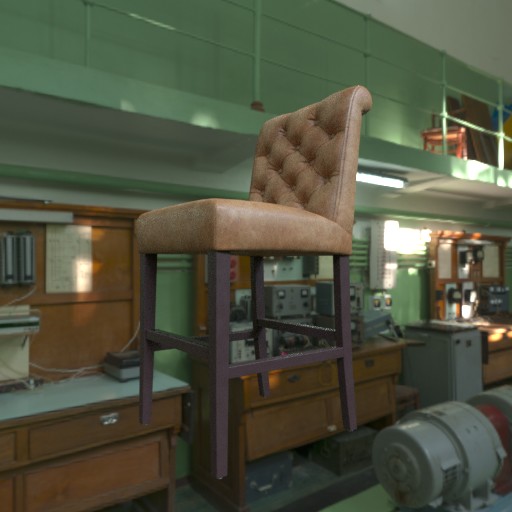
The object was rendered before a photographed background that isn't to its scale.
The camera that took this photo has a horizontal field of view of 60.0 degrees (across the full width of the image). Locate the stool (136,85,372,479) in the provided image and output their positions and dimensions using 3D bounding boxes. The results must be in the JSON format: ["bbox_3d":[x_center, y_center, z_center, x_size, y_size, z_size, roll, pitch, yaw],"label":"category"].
[{"bbox_3d":[0.000,0.000,1.381,0.601,1.047,0.493,1,-1,-37],"label":"stool"}]
